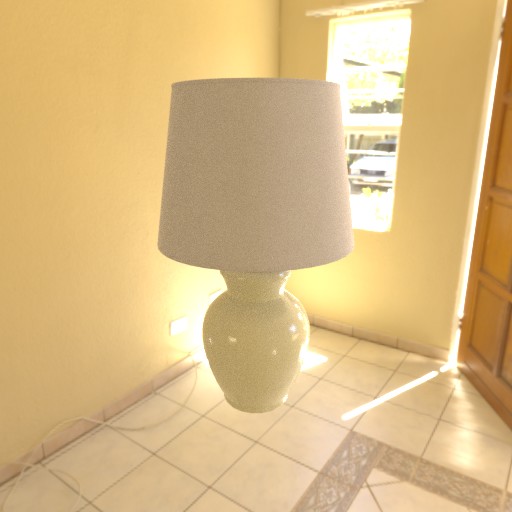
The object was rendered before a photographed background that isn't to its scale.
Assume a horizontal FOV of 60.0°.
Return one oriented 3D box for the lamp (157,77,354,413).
[{"bbox_3d":[0.000,0.000,0.556,0.239,0.399,0.239,0,17,0],"label":"lamp"}]
